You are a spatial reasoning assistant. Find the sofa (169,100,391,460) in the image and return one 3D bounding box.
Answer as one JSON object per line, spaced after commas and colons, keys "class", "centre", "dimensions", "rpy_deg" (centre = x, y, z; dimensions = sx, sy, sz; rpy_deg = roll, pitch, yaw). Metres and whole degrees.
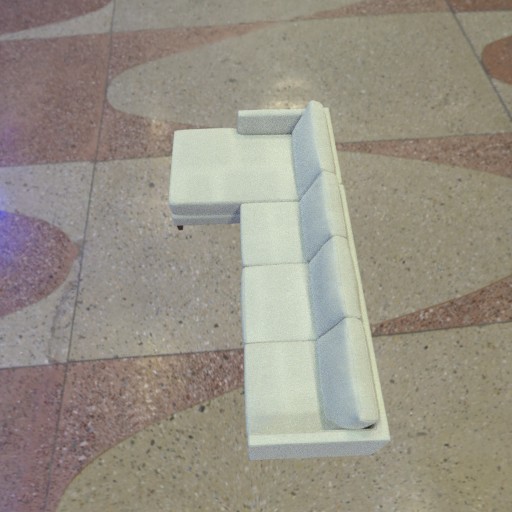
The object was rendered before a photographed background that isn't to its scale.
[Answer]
{"class": "sofa", "centre": [0.000, 0.000, 3.865], "dimensions": [1.625, 0.861, 3.186], "rpy_deg": [-2, 59, -1]}
